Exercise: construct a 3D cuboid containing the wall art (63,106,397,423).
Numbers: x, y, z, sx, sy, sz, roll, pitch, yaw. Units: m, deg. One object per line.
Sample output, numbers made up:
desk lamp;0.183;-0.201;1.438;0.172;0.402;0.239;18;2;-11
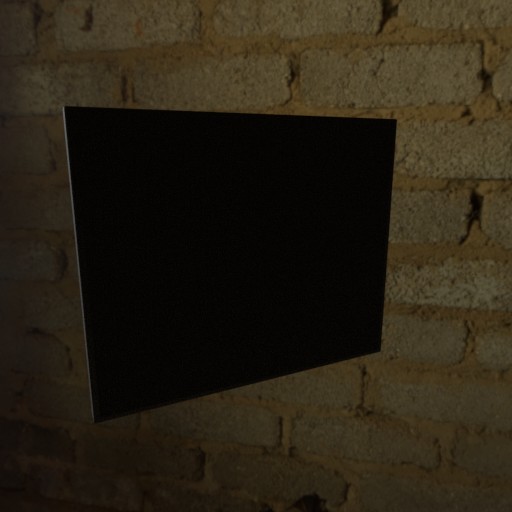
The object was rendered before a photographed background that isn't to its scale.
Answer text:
wall art;0.000;0.000;0.750;0.559;0.458;0.029;-7;15;-26
